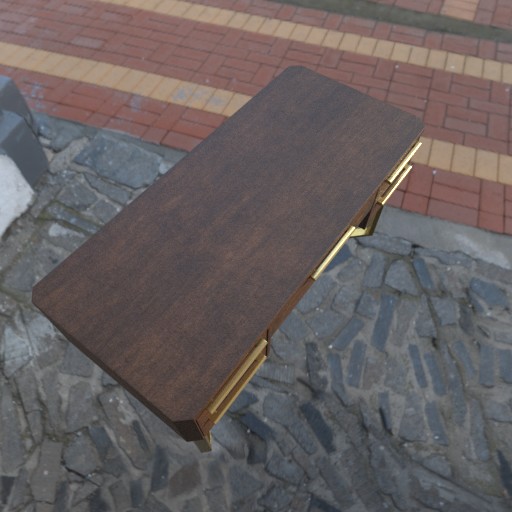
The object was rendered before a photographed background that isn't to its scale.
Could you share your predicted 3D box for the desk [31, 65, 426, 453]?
[{"bbox_3d":[0.000,0.000,1.895,0.684,0.762,1.479,32,63,19],"label":"desk"}]
